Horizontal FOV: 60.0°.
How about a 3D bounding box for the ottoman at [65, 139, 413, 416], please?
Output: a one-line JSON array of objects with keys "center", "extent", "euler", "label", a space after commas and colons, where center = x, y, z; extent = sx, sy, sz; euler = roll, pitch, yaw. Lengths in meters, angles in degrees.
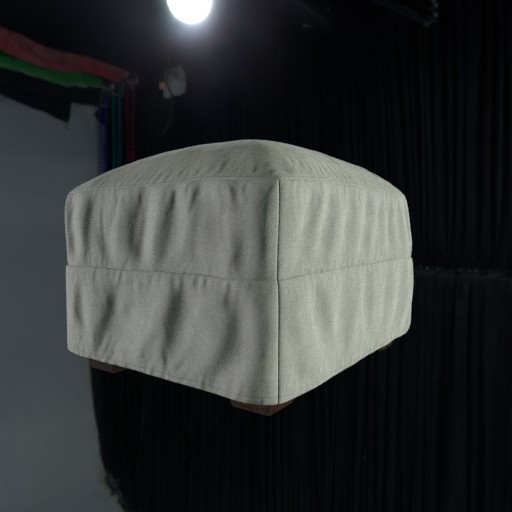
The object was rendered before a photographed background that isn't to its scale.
[{"center": [0.000, 0.000, 1.060], "extent": [0.584, 0.480, 0.712], "euler": [1, 3, 35], "label": "ottoman"}]
